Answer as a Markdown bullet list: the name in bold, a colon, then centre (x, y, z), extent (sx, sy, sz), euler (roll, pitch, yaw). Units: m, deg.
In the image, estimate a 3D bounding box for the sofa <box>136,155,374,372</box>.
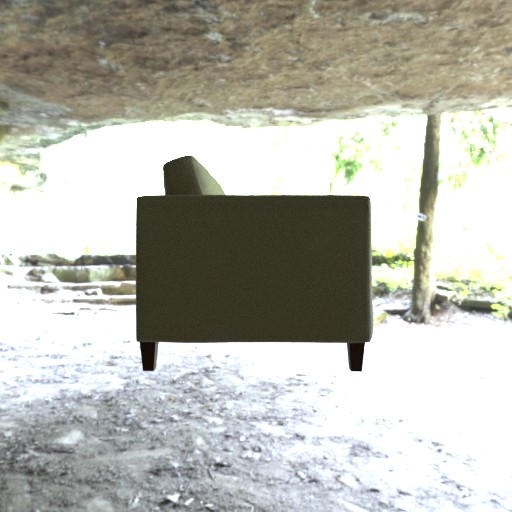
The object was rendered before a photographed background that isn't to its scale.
- **sofa**: centre (0.000, 0.000, 2.930), extent (0.988, 0.912, 2.404), euler (0, 1, 1)
